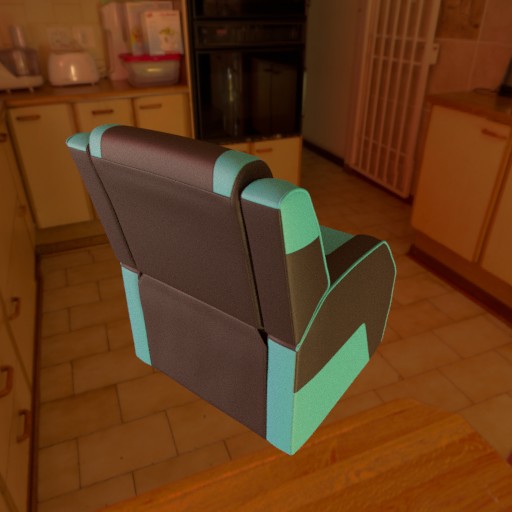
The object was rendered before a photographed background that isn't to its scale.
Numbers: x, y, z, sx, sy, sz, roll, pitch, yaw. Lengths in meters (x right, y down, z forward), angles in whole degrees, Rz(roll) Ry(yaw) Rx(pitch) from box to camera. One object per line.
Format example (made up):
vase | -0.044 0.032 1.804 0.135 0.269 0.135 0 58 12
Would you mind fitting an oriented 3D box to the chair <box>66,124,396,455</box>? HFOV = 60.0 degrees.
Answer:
chair | 0.000 0.000 1.270 0.620 0.805 0.672 21 36 32
